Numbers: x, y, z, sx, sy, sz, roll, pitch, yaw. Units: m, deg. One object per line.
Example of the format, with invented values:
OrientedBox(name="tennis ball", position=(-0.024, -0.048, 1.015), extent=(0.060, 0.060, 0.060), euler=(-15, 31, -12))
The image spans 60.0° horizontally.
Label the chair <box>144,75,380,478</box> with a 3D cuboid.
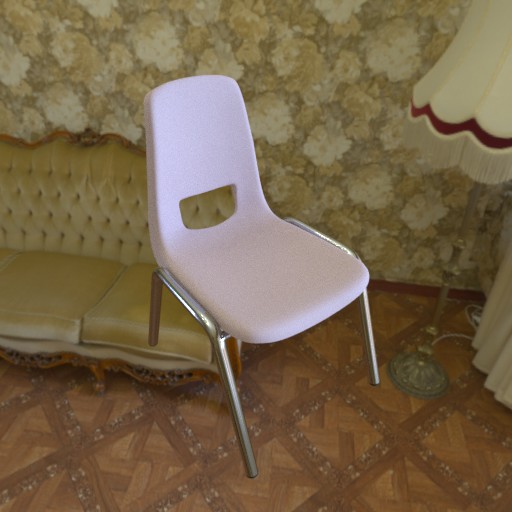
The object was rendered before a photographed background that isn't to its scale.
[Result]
OrientedBox(name="chair", position=(0.000, 0.000, 0.843), extent=(0.354, 0.586, 0.423), euler=(-23, 40, -31))
